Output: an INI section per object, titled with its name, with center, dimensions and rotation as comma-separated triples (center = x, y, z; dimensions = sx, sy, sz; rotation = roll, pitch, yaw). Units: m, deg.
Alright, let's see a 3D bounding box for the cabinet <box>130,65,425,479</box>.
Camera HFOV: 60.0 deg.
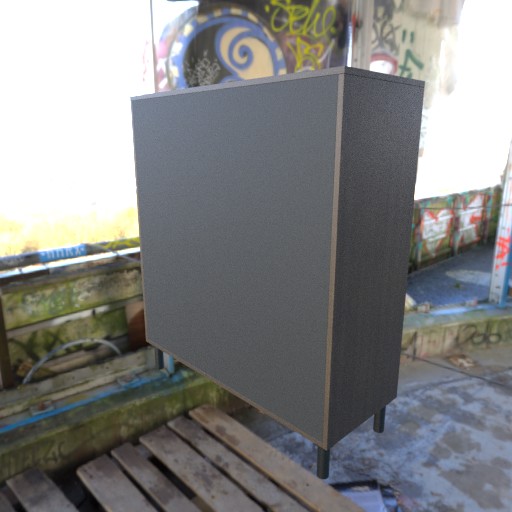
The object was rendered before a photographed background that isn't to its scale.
[cabinet]
center = 0.000, 0.000, 1.658
dimensions = 0.400, 1.170, 1.010
rotation = -14, 20, -42
